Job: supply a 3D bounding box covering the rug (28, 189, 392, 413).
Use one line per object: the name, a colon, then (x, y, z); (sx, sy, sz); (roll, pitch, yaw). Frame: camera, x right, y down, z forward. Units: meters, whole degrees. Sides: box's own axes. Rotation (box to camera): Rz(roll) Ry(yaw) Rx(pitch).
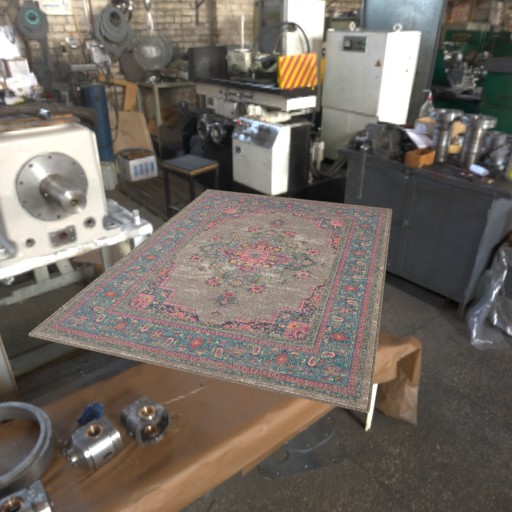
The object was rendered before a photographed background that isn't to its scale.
rug: (0.000, 0.000, 2.849); (1.609, 0.013, 2.214); (8, 29, 15)
